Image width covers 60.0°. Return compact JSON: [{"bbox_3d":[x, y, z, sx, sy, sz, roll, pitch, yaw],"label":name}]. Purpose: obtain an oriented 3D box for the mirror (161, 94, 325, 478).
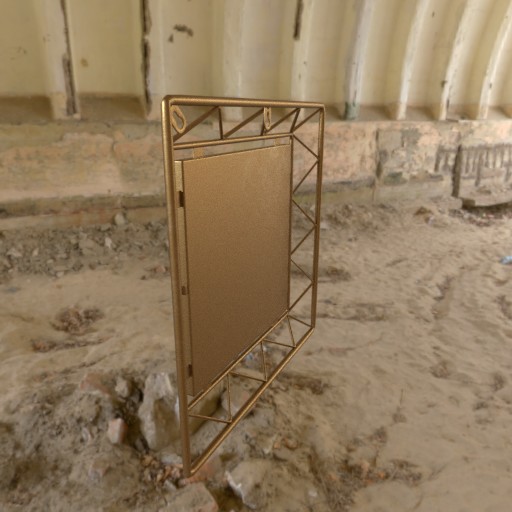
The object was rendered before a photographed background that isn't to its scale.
[{"bbox_3d":[0.000,0.000,0.622,0.046,0.414,0.416,9,20,26],"label":"mirror"}]
